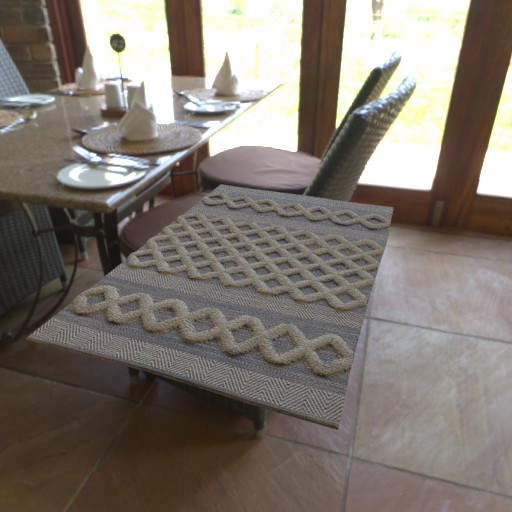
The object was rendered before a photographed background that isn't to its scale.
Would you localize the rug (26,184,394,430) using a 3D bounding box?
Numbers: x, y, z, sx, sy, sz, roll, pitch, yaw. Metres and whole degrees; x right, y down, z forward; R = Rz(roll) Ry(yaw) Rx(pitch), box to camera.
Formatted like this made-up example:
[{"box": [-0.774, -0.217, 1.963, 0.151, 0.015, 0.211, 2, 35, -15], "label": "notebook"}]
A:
[{"box": [0.000, 0.000, 2.266, 1.222, 0.030, 1.823, 10, 31, 18], "label": "rug"}]
